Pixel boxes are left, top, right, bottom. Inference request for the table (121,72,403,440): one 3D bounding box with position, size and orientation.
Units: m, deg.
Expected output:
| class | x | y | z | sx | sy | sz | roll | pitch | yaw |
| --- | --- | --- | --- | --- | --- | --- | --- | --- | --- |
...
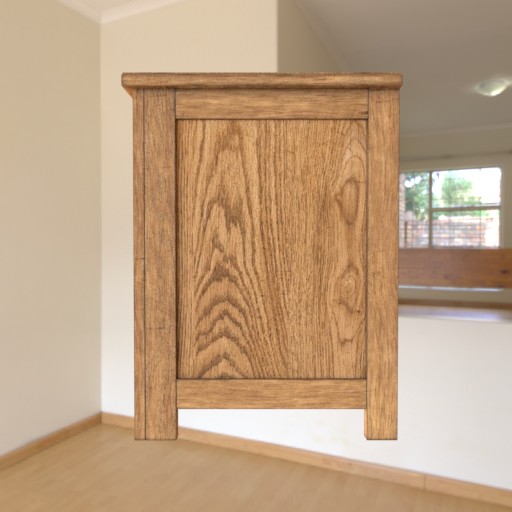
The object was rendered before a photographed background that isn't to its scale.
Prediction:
| class | x | y | z | sx | sy | sz | roll | pitch | yaw |
| --- | --- | --- | --- | --- | --- | --- | --- | --- | --- |
| table | 0.000 | 0.000 | 1.045 | 0.494 | 0.625 | 0.601 | 0 | 1 | 0 |
